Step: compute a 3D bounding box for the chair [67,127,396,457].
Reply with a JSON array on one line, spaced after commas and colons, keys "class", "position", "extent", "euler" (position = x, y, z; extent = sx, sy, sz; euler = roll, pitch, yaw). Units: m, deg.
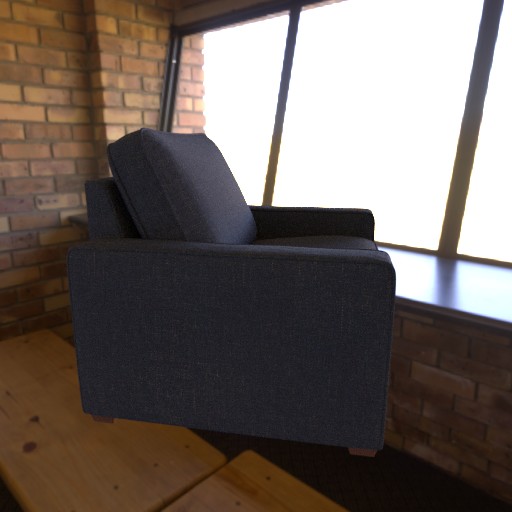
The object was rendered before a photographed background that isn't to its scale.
[{"class": "chair", "position": [0.000, 0.000, 1.679], "extent": [0.940, 0.919, 1.017], "euler": [3, 14, 11]}]
